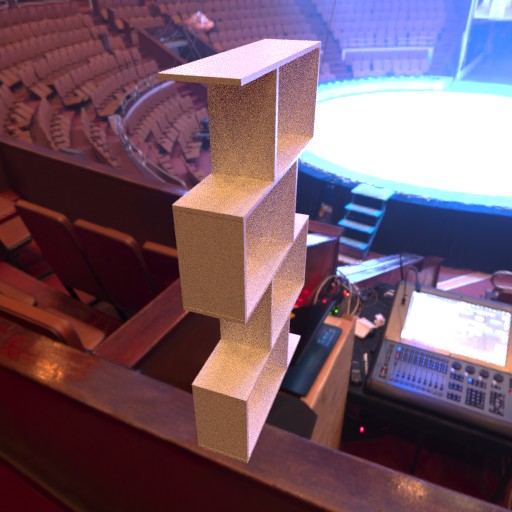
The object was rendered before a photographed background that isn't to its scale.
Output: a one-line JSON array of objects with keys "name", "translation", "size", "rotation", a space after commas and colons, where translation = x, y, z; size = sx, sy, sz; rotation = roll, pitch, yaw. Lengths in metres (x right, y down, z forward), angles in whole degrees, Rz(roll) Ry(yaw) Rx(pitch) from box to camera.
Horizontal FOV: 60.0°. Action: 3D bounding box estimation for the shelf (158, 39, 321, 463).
[{"name": "shelf", "translation": [0.000, 0.000, 1.972], "size": [0.250, 1.650, 0.890], "rotation": [11, 34, 17]}]
